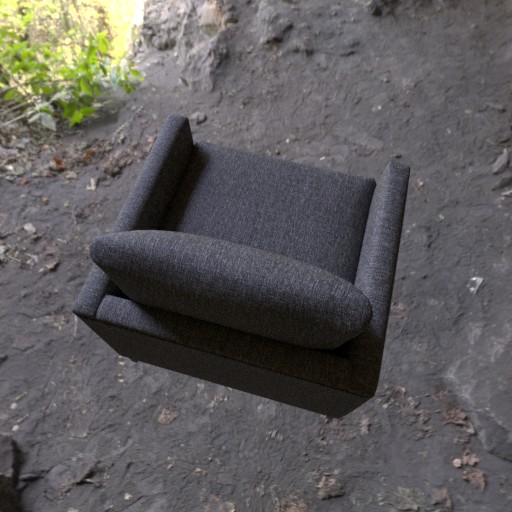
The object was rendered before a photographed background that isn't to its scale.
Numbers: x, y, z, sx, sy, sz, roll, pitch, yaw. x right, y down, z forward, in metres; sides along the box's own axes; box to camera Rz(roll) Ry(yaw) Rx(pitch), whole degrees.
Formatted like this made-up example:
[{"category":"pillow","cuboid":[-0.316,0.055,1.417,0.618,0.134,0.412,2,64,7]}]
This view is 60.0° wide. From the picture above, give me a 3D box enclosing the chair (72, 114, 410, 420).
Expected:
[{"category":"chair","cuboid":[0.000,0.000,1.643,0.963,0.861,0.866,14,64,7]}]
